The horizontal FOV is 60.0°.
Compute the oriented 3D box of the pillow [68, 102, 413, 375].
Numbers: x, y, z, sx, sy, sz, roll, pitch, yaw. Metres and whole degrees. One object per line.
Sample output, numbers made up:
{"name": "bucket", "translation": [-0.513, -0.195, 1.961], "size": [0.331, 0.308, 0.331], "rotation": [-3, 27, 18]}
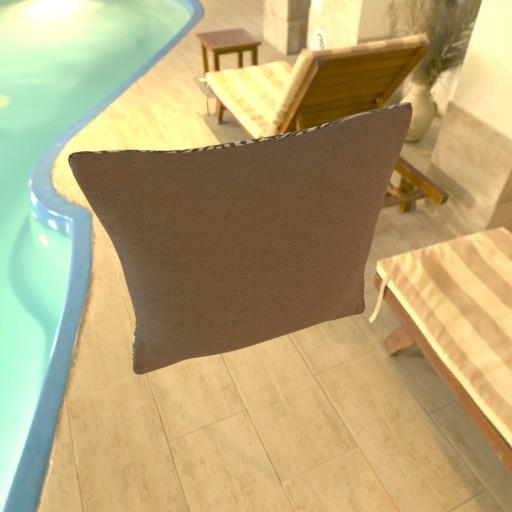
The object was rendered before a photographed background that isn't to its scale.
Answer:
{"name": "pillow", "translation": [0.000, 0.000, 0.663], "size": [0.436, 0.417, 0.148], "rotation": [-13, 44, -14]}
